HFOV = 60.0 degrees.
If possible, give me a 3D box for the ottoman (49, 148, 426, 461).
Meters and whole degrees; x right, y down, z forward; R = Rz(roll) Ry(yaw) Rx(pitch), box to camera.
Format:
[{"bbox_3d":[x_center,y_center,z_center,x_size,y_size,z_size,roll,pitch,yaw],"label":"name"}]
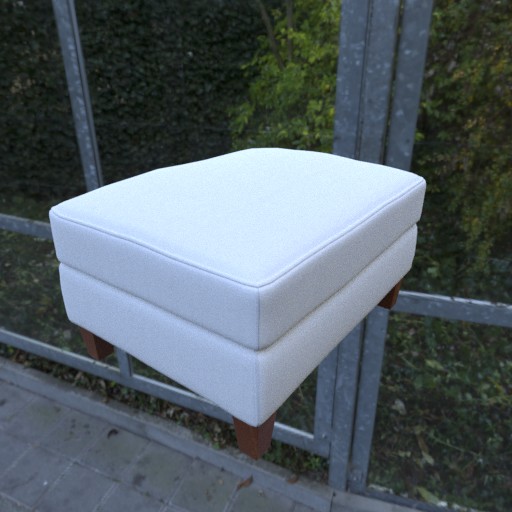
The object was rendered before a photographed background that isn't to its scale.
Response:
[{"bbox_3d":[0.000,0.000,1.204,0.634,0.479,0.818,18,30,33],"label":"ottoman"}]
